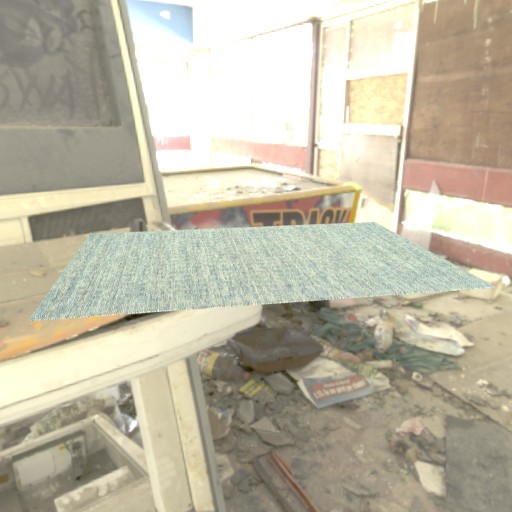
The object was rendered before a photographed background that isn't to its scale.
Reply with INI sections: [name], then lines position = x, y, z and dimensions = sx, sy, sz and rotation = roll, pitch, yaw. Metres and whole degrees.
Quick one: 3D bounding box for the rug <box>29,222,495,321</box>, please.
[rug]
position = 0.000, 0.000, 2.174
dimensions = 1.752, 0.006, 1.142
rotation = -3, 18, -9
